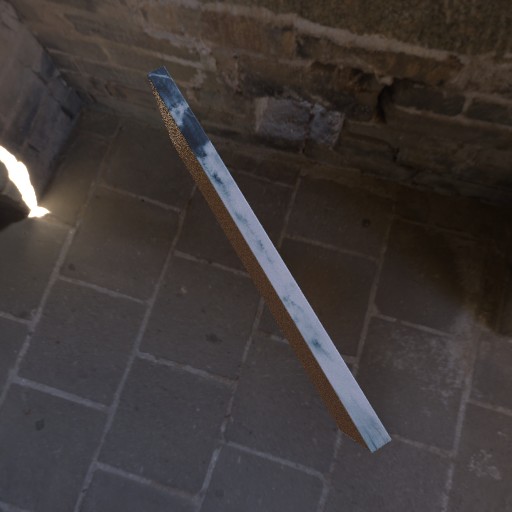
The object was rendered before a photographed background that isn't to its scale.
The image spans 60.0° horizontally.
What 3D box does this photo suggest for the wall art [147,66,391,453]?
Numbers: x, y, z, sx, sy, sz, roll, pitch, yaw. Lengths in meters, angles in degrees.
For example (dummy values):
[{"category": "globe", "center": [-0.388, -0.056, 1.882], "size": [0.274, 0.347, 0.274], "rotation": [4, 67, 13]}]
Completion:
[{"category": "wall art", "center": [0.000, 0.000, 0.872], "size": [0.037, 0.251, 0.759], "rotation": [-29, 77, -7]}]
